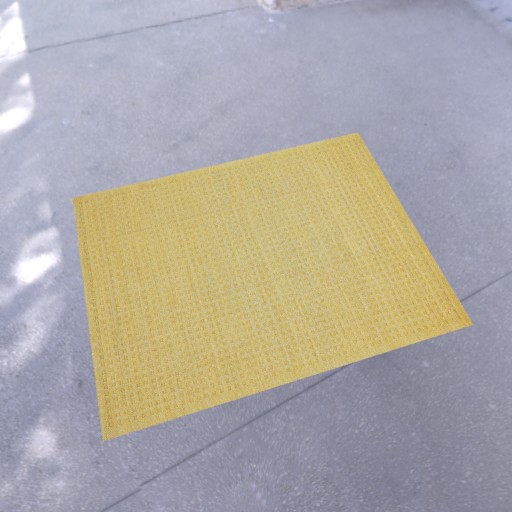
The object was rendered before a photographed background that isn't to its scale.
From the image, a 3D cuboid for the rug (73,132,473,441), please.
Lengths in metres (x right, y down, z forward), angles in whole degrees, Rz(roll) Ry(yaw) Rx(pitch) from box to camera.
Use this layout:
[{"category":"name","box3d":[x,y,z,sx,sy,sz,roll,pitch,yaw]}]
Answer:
[{"category":"rug","box3d":[0.000,0.000,4.277,3.242,0.015,2.486,-15,60,-9]}]
